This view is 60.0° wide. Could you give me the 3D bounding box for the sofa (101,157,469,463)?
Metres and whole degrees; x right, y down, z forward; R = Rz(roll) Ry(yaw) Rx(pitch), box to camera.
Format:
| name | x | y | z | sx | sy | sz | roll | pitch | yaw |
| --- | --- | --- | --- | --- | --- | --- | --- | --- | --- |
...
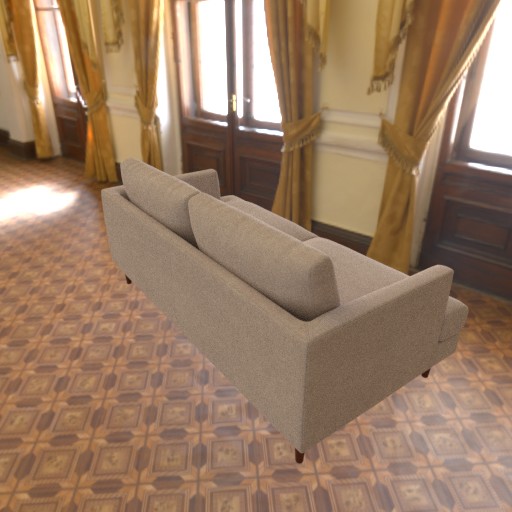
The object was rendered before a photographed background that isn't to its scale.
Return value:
| name | x | y | z | sx | sy | sz | roll | pitch | yaw |
| --- | --- | --- | --- | --- | --- | --- | --- | --- | --- |
| sofa | 0.000 | 0.000 | 2.447 | 1.020 | 0.868 | 1.948 | -18 | 32 | -32 |
